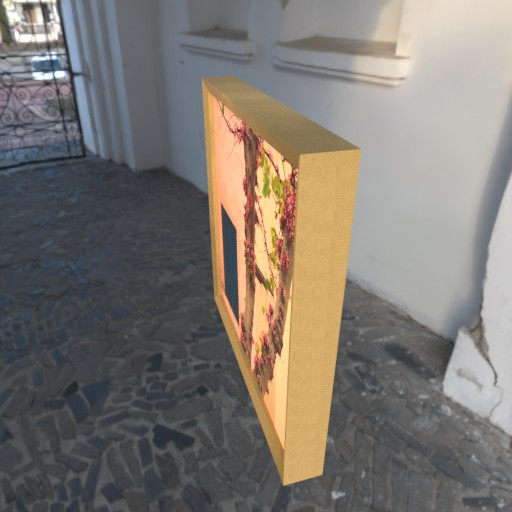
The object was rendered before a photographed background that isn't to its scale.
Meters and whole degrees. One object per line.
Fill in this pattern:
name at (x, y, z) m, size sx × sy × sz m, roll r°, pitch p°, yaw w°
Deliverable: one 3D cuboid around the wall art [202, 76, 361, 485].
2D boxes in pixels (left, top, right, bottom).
wall art at (0.000, 0.000, 0.456) m, size 0.038 × 0.305 × 0.304 m, roll -8°, pitch 31°, yaw -14°
